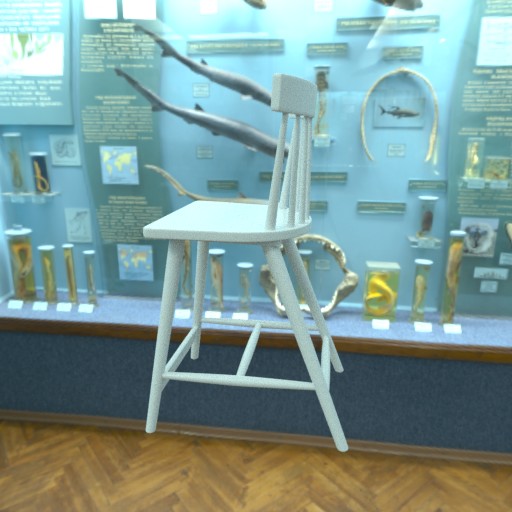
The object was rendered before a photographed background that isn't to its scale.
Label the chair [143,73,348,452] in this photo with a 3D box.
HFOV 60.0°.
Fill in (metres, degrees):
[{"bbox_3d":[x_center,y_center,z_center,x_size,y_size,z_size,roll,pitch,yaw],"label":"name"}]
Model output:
[{"bbox_3d":[0.000,0.000,1.316,0.572,0.952,0.483,2,16,9],"label":"chair"}]
